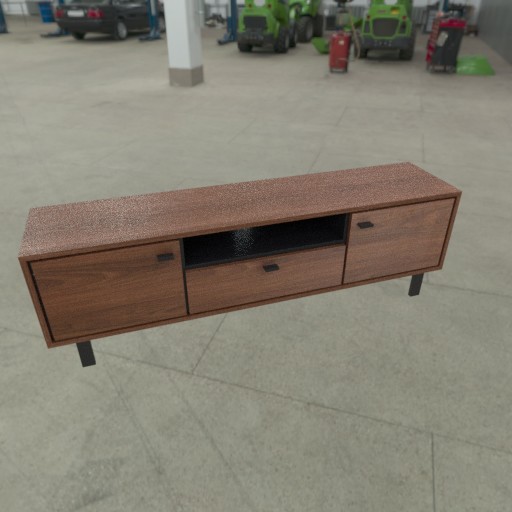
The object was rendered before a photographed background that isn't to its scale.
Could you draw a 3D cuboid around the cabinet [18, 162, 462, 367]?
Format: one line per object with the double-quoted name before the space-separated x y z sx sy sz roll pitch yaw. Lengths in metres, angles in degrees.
"cabinet" 0.000 0.000 1.847 1.650 0.500 0.400 -10 33 -15
